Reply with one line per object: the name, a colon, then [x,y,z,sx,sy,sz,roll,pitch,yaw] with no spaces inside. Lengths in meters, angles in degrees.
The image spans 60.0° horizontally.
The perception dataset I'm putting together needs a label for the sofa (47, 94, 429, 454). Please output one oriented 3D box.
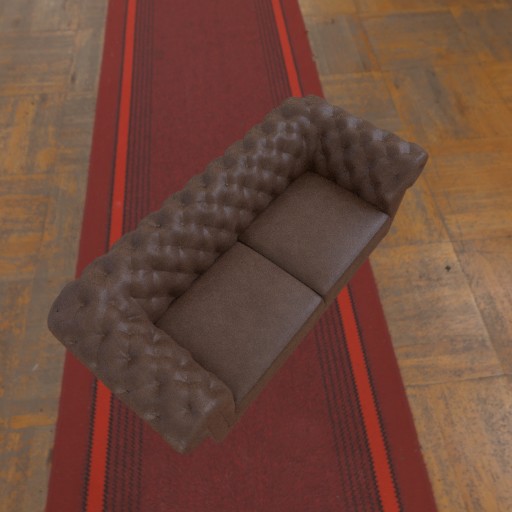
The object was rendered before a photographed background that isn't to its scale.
sofa: [0.000,0.000,2.503,0.955,0.784,2.048,34,63,20]
